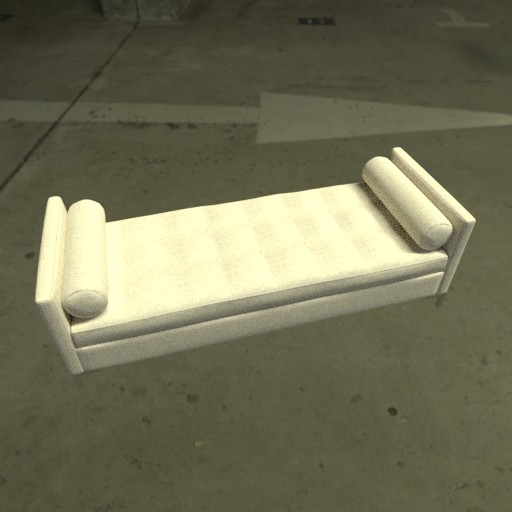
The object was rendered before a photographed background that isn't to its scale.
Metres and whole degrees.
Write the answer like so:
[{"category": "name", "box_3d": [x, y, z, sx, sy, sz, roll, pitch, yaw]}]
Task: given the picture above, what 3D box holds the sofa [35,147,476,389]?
[{"category": "sofa", "box_3d": [0.000, 0.000, 2.483, 2.102, 0.655, 0.797, -10, 43, -11]}]
